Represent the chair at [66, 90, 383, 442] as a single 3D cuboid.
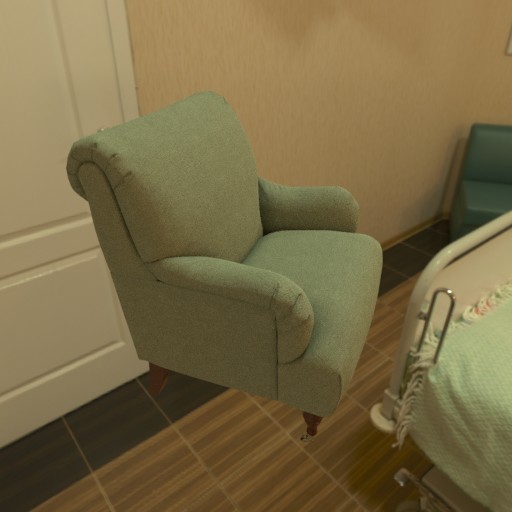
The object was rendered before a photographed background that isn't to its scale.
[{"bbox_3d":[0.000,0.000,1.938,1.060,1.178,0.964,12,33,18],"label":"chair"}]
